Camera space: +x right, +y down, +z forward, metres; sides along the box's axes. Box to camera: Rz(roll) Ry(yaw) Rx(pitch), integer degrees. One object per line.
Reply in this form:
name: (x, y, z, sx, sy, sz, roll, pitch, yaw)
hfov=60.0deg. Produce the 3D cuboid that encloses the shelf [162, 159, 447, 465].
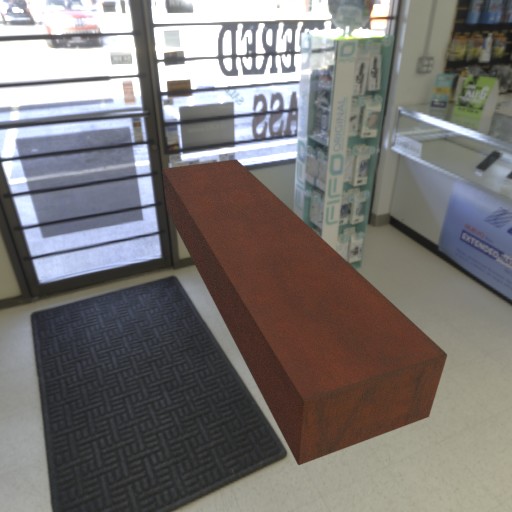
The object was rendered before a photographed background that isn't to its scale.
shelf: (0.000, 0.000, 0.660, 0.152, 0.088, 0.607, -11, 33, -18)
